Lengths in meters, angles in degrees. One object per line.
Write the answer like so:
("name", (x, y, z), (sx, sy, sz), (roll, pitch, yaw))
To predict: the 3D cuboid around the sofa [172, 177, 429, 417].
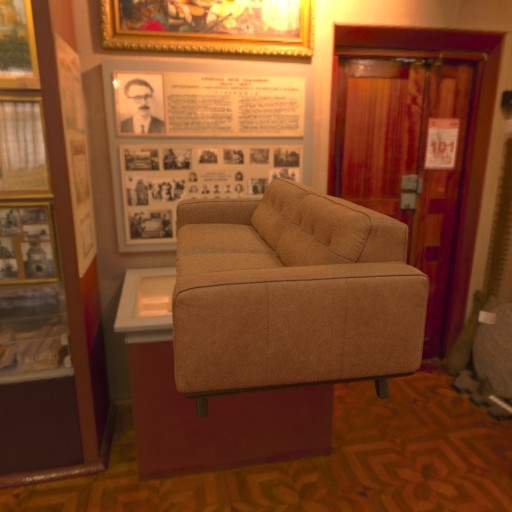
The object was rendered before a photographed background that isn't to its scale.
("sofa", (0.000, 0.000, 2.663), (0.953, 0.780, 2.270), (-2, 15, -9))
